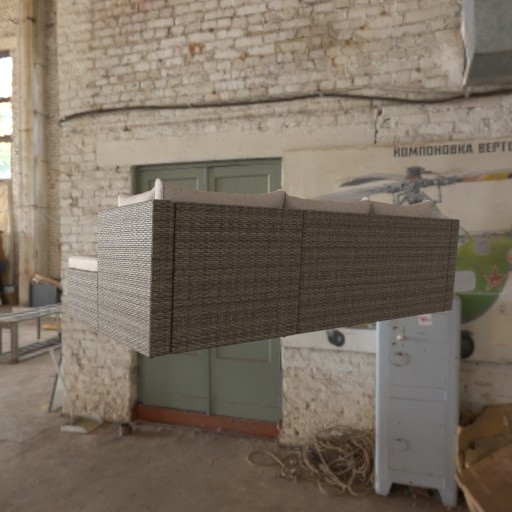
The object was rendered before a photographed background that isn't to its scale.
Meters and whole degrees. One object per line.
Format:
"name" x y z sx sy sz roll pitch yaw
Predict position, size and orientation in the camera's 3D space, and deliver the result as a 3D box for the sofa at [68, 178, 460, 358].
"sofa" 0.000 0.000 3.000 2.192 0.766 1.662 -1 2 -36
